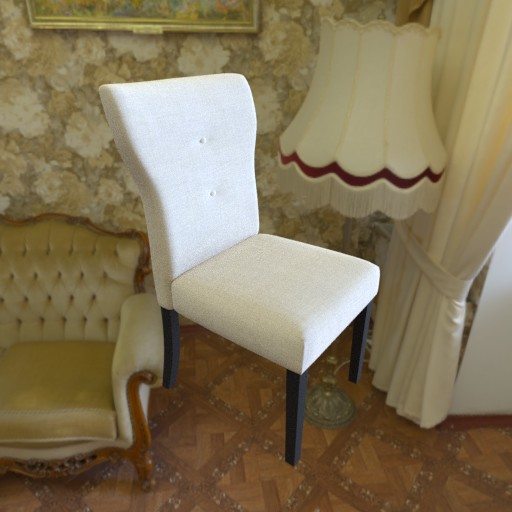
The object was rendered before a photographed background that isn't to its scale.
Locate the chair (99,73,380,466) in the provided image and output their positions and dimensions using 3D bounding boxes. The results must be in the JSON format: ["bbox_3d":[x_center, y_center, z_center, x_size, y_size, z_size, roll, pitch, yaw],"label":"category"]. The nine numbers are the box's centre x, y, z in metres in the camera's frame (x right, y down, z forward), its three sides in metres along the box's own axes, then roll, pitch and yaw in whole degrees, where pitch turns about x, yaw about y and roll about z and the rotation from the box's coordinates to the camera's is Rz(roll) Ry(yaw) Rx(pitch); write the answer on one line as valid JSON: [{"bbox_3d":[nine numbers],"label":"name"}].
[{"bbox_3d":[0.000,0.000,1.260,0.597,0.921,0.509,18,32,32],"label":"chair"}]
